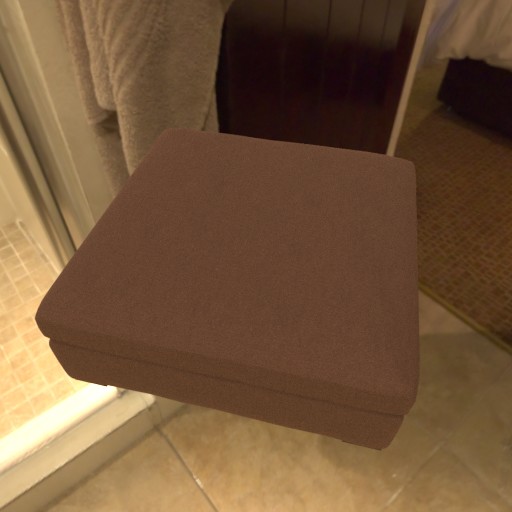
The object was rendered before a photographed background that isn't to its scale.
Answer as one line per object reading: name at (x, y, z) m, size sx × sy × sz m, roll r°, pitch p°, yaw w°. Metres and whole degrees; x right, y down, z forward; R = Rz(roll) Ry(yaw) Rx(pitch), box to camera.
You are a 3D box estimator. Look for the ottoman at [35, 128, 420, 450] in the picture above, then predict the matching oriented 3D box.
ottoman at (0.000, 0.000, 1.779) m, size 1.181 × 0.470 × 1.181 m, roll 10°, pitch 47°, yaw 9°
